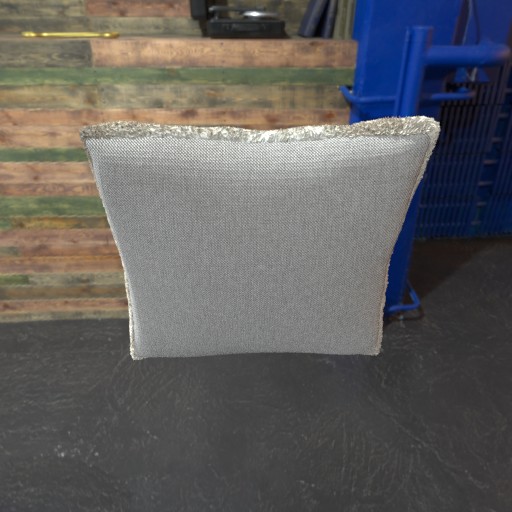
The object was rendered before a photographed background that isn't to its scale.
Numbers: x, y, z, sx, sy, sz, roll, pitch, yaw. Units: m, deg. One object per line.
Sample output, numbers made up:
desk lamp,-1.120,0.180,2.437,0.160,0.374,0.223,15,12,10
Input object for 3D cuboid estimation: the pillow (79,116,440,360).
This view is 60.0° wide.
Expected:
pillow,0.000,0.000,0.803,0.529,0.515,0.218,-1,30,-1
